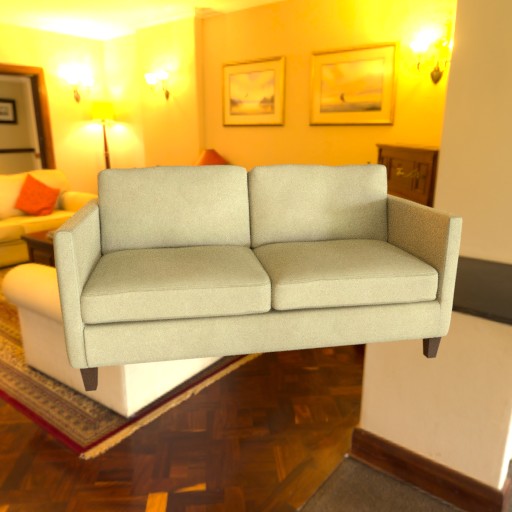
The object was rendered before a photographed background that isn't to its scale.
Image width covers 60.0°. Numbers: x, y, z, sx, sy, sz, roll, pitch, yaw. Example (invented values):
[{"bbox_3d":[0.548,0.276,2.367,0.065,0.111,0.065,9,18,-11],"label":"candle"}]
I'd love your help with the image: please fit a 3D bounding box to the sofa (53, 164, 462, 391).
[{"bbox_3d":[0.000,0.000,2.411,1.846,0.940,0.950,-3,16,-10],"label":"sofa"}]
